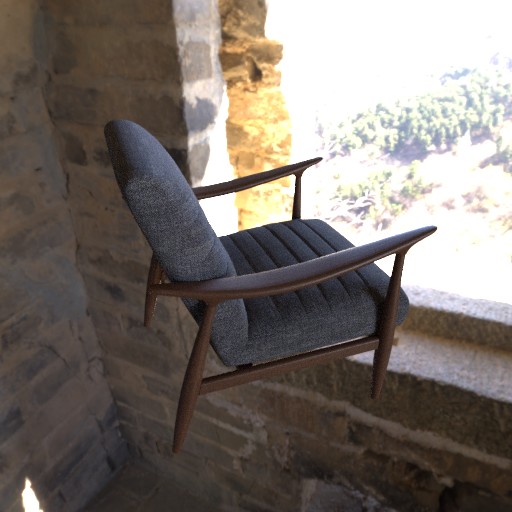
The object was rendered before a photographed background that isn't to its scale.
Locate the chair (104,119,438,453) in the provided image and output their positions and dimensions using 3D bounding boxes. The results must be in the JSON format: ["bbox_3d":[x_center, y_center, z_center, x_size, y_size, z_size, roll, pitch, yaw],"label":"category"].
[{"bbox_3d":[0.000,0.000,1.437,0.798,0.832,0.741,-10,31,-17],"label":"chair"}]
